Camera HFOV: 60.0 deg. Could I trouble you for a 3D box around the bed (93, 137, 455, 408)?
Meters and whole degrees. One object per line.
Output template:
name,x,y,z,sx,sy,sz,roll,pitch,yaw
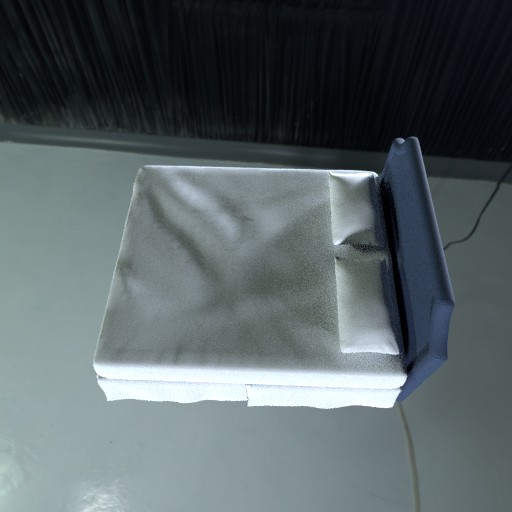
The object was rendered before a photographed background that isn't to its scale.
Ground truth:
bed,0.000,0.000,4.080,2.773,1.488,2.350,2,58,1
